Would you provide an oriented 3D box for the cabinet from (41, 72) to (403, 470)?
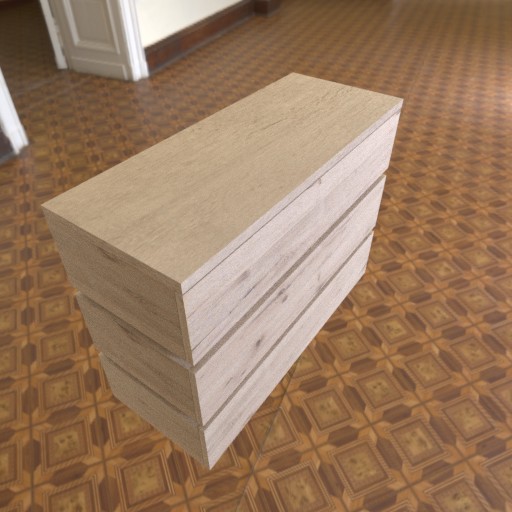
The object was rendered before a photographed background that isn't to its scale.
[{"bbox_3d":[0.000,0.000,1.469,0.420,0.820,1.040,25,47,26],"label":"cabinet"}]
